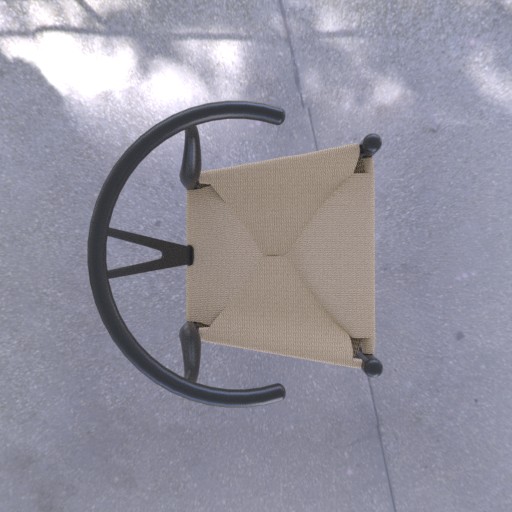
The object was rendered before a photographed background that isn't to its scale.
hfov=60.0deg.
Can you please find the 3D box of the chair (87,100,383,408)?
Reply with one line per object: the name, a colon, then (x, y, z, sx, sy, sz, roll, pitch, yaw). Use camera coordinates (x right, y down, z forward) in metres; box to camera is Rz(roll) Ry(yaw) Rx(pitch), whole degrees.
chair: (0.000, 0.000, 1.123, 0.570, 0.739, 0.570, 0, 89, 1)
